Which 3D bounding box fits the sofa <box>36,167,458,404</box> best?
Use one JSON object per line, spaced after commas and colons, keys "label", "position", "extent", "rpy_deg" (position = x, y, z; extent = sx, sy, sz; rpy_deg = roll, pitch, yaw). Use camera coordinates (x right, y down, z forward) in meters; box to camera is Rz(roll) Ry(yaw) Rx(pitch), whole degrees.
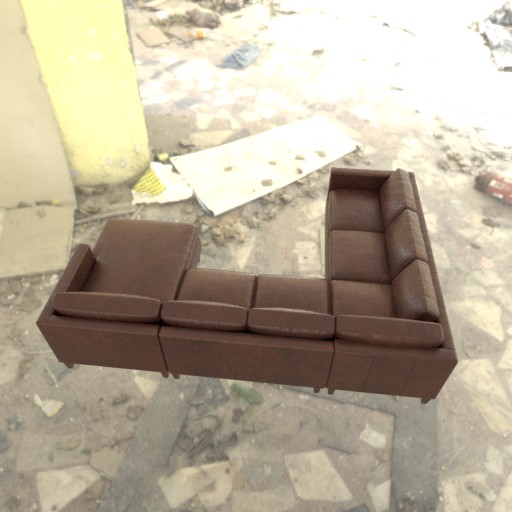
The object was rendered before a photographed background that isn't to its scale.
{"label": "sofa", "position": [0.000, 0.000, 4.490], "extent": [3.324, 0.891, 2.452], "rpy_deg": [4, 46, 4]}
